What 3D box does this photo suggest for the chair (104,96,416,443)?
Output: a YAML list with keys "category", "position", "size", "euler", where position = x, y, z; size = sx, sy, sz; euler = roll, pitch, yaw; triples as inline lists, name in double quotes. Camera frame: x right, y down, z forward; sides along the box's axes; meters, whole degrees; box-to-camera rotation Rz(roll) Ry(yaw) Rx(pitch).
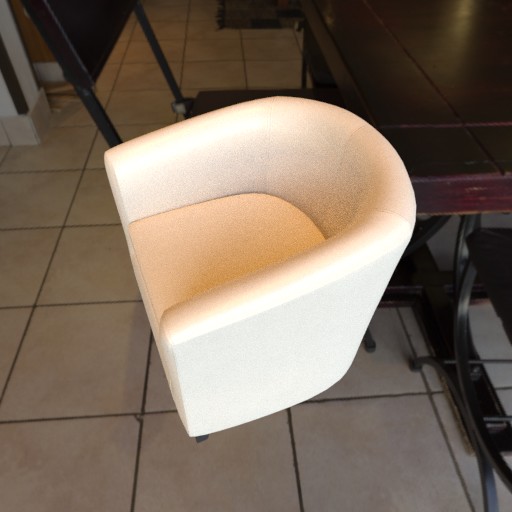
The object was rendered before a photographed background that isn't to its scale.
- category: "chair"
  position: [0.000, 0.000, 1.392]
  size: [0.727, 0.756, 0.792]
  euler: [-16, 47, -16]
